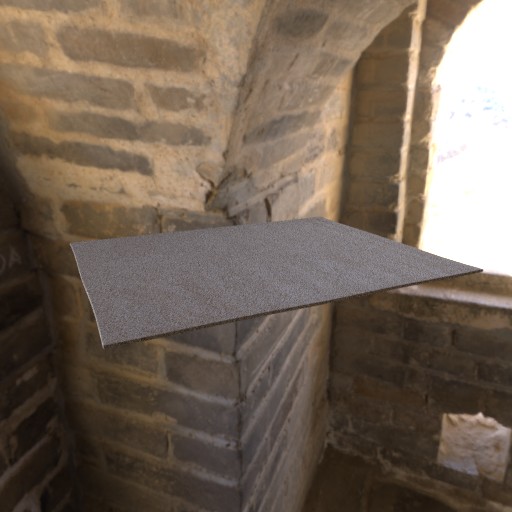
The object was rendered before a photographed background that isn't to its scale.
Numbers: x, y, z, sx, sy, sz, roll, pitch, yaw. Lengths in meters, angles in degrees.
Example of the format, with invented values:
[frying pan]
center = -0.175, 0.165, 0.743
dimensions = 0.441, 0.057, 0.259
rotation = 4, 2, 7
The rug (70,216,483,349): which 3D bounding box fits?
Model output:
[rug]
center = 0.000, 0.000, 4.058
dimensions = 3.000, 0.026, 2.400
rotation = -8, 18, -25
